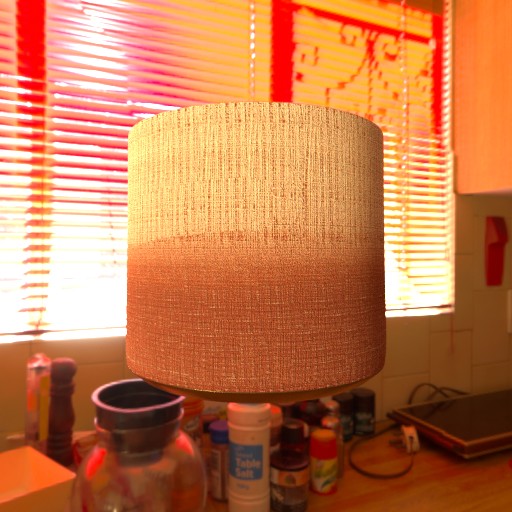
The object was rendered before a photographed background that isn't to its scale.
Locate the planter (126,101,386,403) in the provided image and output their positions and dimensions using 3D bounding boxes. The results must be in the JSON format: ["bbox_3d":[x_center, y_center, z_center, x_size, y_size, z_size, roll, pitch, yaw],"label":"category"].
[{"bbox_3d":[0.000,0.000,0.391,0.221,0.201,0.221,0,0,0],"label":"planter"}]
